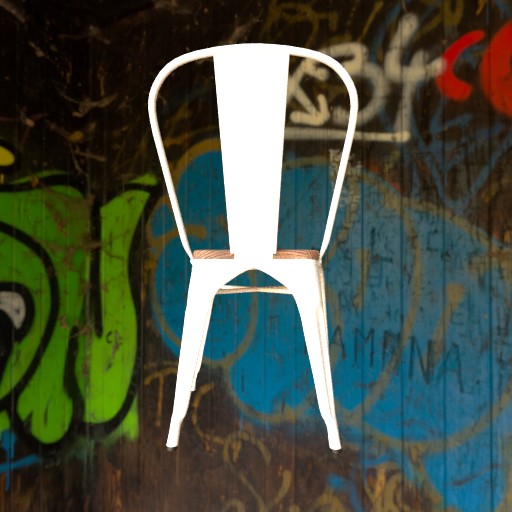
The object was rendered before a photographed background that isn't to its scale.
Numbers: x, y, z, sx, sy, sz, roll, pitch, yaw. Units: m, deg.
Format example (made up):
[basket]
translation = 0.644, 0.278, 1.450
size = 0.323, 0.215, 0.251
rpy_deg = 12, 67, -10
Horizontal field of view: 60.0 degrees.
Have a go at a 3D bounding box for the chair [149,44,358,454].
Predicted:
[chair]
translation = 0.000, 0.000, 1.145
size = 0.452, 0.851, 0.521
rpy_deg = 0, -1, 2
